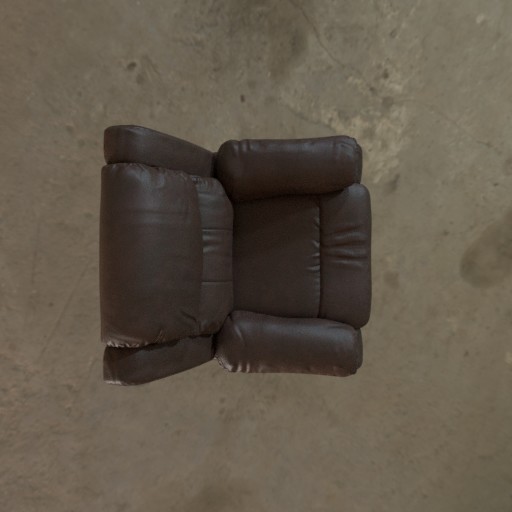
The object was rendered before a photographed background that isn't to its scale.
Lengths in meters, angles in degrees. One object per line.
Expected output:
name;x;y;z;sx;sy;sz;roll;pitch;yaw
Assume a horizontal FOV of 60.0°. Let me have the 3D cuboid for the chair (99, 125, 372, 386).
chair;0.000;0.000;1.273;0.707;0.702;0.680;0;90;0
